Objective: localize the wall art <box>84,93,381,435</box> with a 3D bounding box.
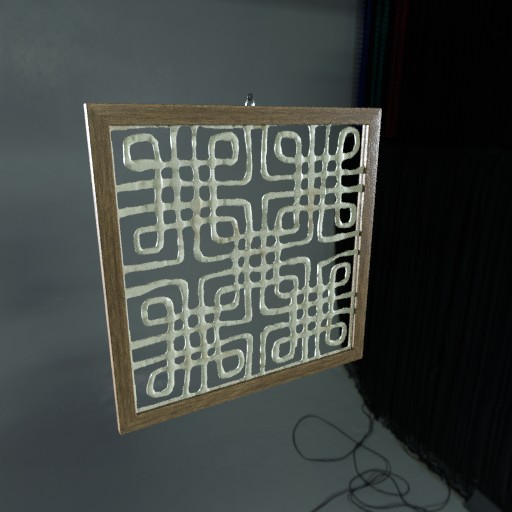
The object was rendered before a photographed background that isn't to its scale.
[{"bbox_3d":[0.000,0.000,0.842,0.561,0.582,0.021,-9,19,-27],"label":"wall art"}]
